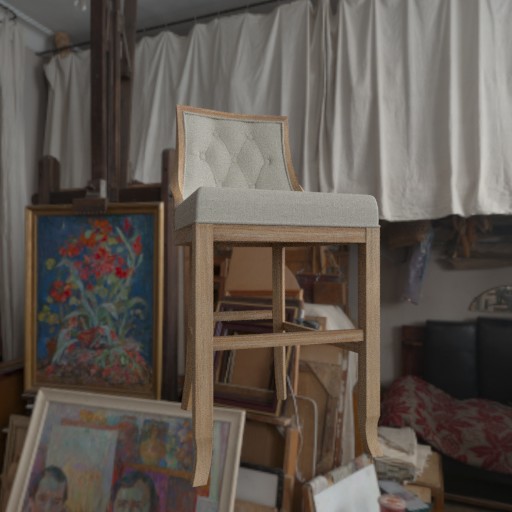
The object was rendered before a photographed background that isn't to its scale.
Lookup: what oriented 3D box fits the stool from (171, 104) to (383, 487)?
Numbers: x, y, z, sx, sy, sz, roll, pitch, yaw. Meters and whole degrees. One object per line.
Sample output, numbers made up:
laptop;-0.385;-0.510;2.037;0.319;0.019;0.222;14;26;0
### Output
stool;0.000;0.000;1.427;0.524;1.101;0.626;0;0;-18
